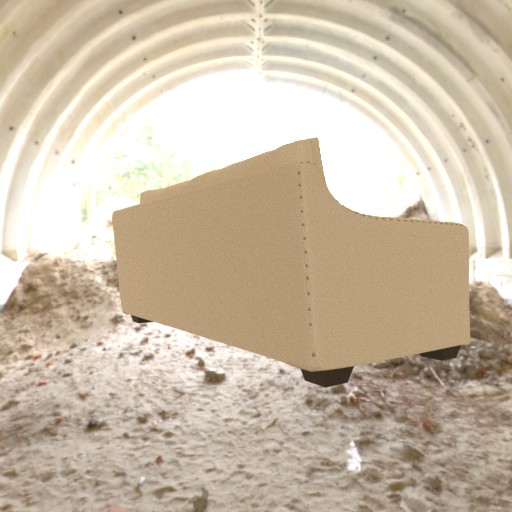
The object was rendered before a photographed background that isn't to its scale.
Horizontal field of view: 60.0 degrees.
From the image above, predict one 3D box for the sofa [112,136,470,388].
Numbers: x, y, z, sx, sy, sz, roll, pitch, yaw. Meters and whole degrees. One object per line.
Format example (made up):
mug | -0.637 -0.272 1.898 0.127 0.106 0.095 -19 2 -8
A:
sofa | 0.000 0.000 2.303 0.949 0.830 1.812 0 0 -35
